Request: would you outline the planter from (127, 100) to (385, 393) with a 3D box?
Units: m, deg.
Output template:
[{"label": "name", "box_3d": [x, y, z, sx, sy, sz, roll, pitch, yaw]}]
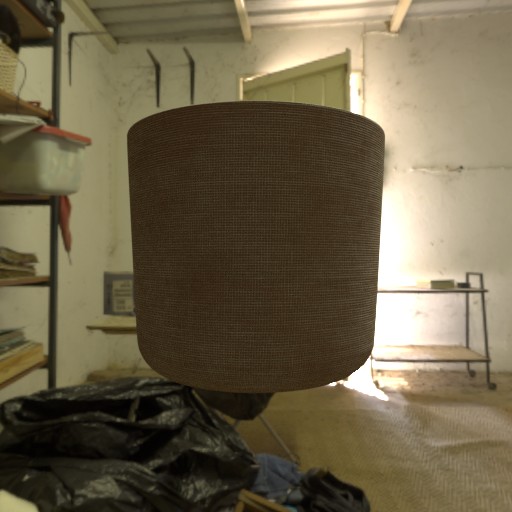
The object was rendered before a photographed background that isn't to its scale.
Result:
[{"label": "planter", "box_3d": [0.000, 0.000, 0.786, 0.440, 0.398, 0.440, 0, 0, 0]}]
